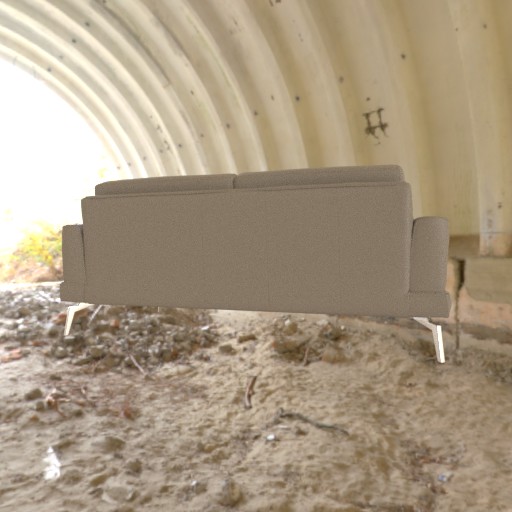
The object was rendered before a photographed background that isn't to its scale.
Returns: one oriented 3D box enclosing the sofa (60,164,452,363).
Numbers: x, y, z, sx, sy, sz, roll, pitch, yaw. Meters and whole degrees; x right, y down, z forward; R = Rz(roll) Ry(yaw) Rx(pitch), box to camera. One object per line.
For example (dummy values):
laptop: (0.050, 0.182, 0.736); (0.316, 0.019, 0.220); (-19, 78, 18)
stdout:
sofa: (0.000, 0.000, 2.785); (2.177, 0.930, 1.121); (0, 1, 18)
